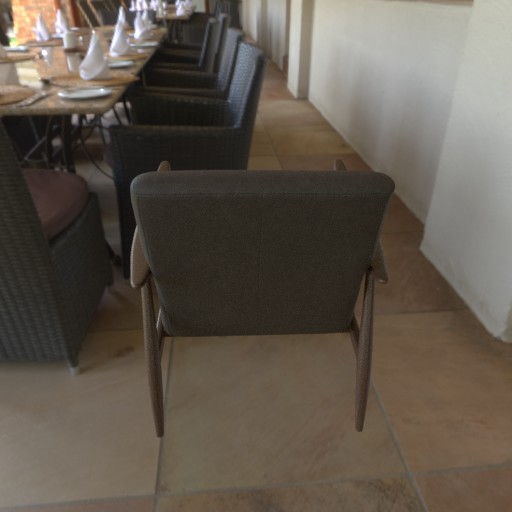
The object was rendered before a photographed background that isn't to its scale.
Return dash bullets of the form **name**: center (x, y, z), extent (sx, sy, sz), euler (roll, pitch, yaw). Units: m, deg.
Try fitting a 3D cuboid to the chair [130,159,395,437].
- **chair**: center (0.000, 0.000, 1.451), extent (0.741, 0.831, 0.798), euler (-1, 31, -2)
